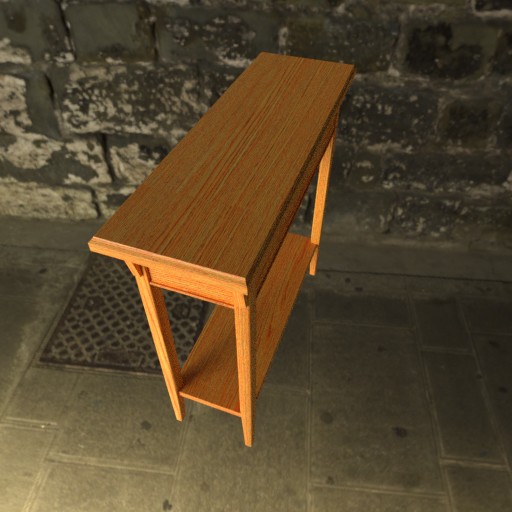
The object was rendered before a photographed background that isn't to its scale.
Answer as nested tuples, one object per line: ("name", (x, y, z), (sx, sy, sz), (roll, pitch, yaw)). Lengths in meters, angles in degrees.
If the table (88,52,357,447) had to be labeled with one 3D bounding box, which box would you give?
("table", (0.000, 0.000, 1.128), (0.254, 0.711, 0.762), (15, 47, 14))
